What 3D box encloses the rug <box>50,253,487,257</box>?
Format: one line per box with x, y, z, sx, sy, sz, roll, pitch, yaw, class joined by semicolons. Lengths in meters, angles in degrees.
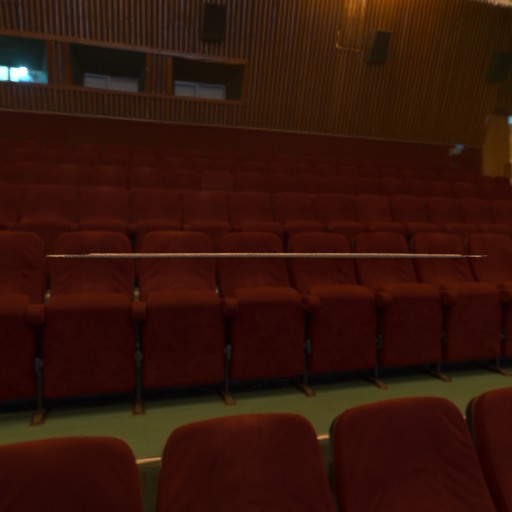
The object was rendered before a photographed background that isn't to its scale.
0.000;0.000;3.101;2.465;0.023;1.619;0;0;-17;rug
